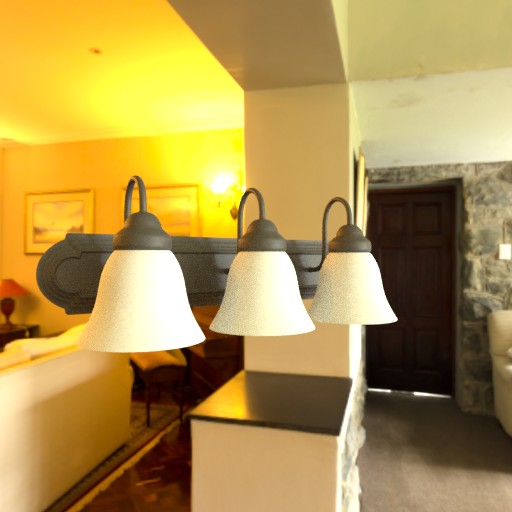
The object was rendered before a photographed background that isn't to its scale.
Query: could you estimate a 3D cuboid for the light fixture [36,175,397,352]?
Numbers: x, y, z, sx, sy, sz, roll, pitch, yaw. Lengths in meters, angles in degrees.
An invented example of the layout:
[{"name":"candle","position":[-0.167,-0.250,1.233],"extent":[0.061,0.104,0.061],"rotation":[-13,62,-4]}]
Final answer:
[{"name":"light fixture","position":[0.000,0.000,0.709],"extent":[0.610,0.222,0.199],"rotation":[0,0,-34]}]
